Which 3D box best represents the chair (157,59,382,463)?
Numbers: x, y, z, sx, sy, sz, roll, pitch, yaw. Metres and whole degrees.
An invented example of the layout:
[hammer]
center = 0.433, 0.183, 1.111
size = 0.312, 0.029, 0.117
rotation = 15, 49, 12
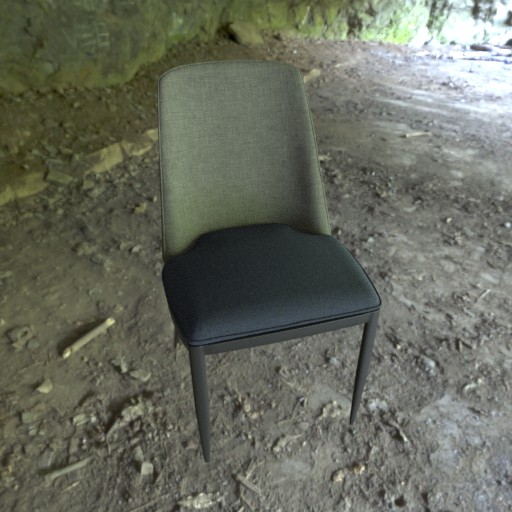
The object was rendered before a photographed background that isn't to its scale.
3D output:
[chair]
center = 0.000, 0.000, 1.143
size = 0.488, 0.855, 0.550
rotation = -9, 34, -13
